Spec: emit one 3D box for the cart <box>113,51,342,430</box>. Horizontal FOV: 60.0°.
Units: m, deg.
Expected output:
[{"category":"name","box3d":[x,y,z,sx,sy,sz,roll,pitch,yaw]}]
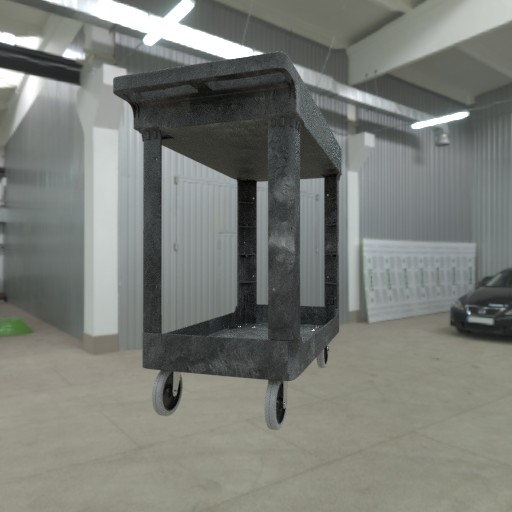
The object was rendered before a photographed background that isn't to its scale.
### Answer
[{"category":"cart","box3d":[0.000,0.000,1.368,0.420,0.824,0.877,0,0,19]}]
